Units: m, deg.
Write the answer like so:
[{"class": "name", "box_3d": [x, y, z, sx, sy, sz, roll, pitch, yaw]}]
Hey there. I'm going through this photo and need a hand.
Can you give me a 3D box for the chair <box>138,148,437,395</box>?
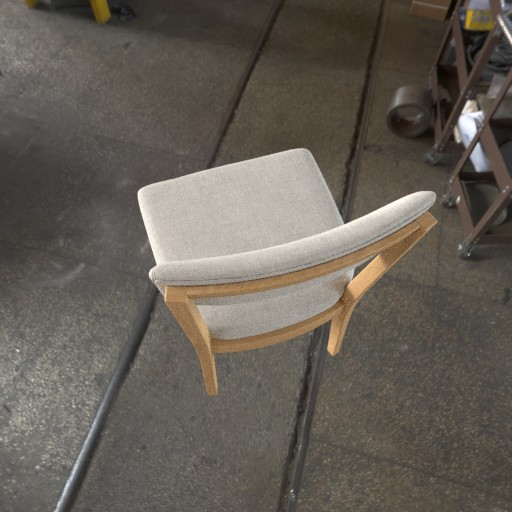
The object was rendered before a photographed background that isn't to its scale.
[{"class": "chair", "box_3d": [0.000, 0.000, 1.149, 0.508, 0.832, 0.572, -16, 60, -10]}]
